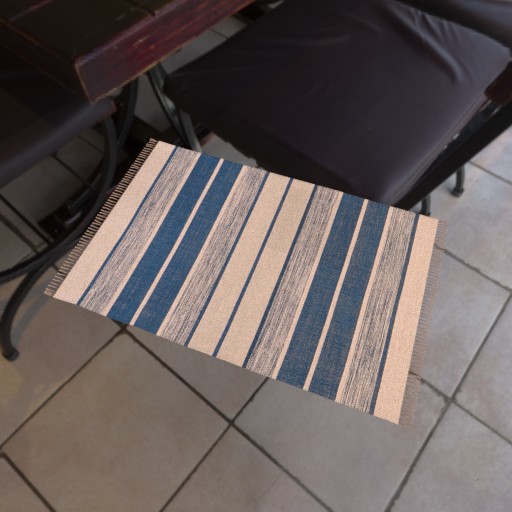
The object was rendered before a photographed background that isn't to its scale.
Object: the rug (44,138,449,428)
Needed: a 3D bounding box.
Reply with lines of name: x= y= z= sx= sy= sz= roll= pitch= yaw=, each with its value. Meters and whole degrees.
rug: x=0.000 y=0.000 z=3.085 sx=2.441 sy=0.010 sz=1.532 roll=18 pitch=60 yaw=11
